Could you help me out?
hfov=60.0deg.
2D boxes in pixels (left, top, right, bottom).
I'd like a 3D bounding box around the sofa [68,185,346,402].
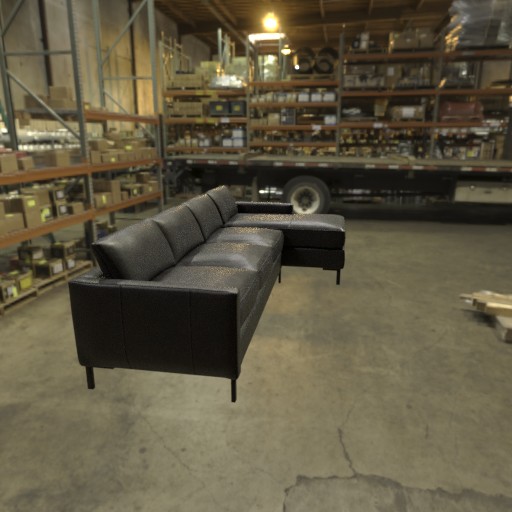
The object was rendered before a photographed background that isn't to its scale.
[{"bbox_3d":[0.000,0.000,3.628,1.471,0.859,2.993,3,15,10],"label":"sofa"}]
